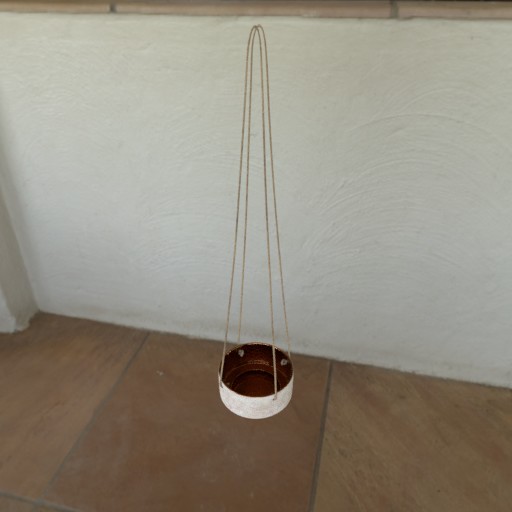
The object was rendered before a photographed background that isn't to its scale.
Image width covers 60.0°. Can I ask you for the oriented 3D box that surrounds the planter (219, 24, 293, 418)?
[{"bbox_3d":[0.000,0.000,1.112,0.223,1.030,0.223,9,33,14],"label":"planter"}]
